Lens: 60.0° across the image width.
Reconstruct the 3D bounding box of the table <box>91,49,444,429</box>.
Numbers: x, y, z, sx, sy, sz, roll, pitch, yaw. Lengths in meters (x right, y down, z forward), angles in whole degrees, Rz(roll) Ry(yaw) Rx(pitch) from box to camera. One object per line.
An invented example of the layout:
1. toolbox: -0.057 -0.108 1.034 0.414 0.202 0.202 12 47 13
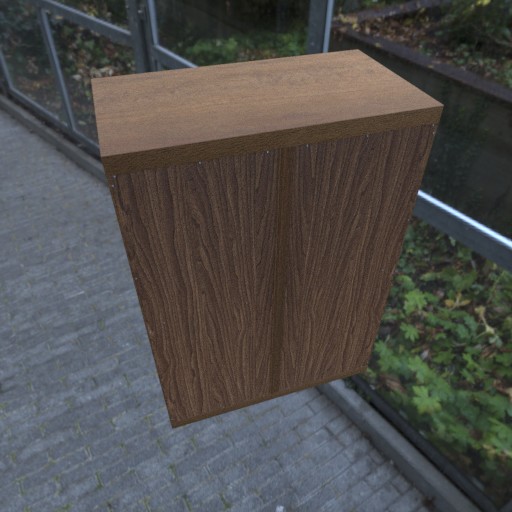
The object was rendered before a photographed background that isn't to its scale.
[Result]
1. table: 0.000 0.000 1.714 0.901 1.294 0.524 -12 43 -13
